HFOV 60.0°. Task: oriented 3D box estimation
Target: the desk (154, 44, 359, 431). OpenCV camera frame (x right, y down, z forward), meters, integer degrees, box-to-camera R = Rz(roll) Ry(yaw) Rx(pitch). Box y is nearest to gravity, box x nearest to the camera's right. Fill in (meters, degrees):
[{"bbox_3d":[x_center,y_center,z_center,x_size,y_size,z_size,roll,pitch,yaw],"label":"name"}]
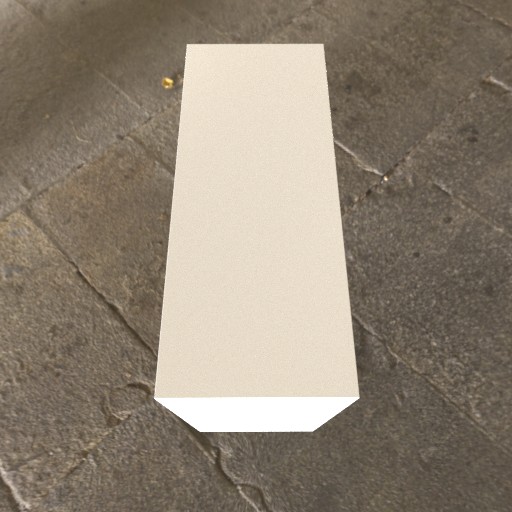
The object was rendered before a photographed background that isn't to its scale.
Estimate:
[{"bbox_3d":[0.000,0.000,1.438,0.400,0.790,1.000,0,64,0],"label":"desk"}]
